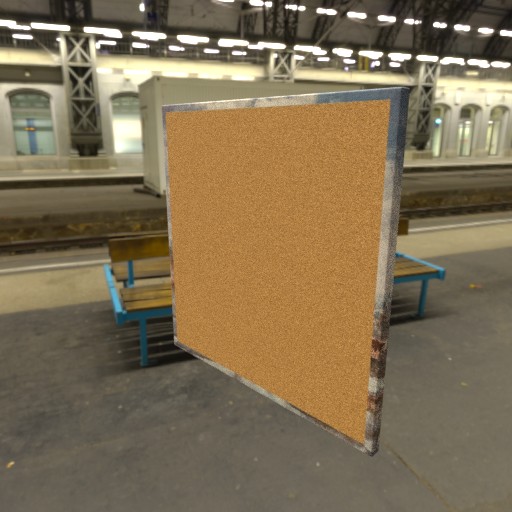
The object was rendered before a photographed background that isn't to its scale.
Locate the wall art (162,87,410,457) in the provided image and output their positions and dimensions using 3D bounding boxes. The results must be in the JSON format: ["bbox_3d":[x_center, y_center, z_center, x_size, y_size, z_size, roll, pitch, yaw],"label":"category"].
[{"bbox_3d":[0.000,0.000,1.339,0.035,0.897,0.888,-15,21,-42],"label":"wall art"}]
